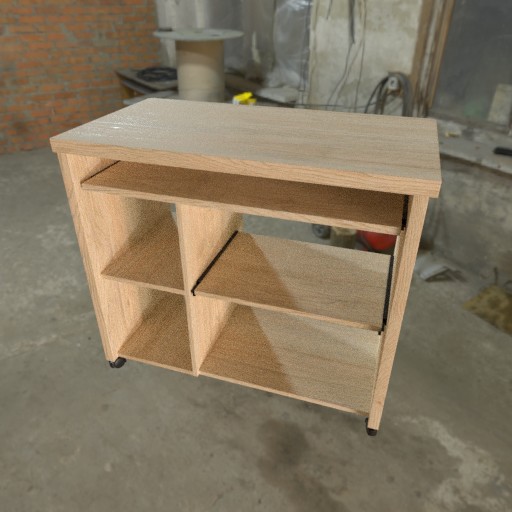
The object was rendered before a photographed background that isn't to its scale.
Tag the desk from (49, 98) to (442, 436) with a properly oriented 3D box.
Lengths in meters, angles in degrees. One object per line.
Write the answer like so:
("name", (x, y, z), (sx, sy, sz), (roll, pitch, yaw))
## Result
("desk", (0.000, 0.000, 1.338), (0.885, 0.770, 0.480), (10, 33, 15))
